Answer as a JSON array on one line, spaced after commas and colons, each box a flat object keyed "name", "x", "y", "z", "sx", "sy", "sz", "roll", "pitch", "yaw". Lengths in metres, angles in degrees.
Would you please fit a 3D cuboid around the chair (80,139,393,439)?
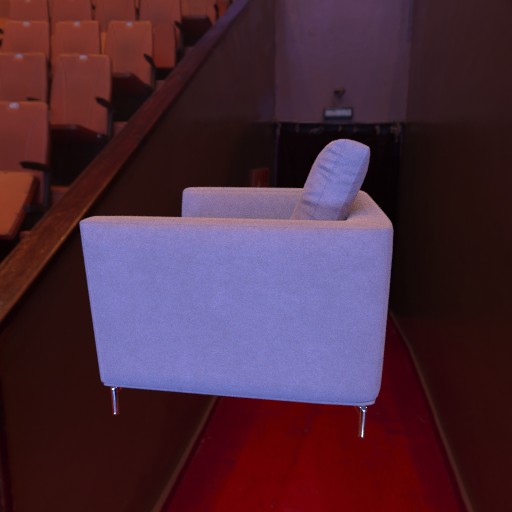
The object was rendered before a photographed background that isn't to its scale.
[{"name": "chair", "x": 0.000, "y": 0.000, "z": 1.693, "sx": 0.889, "sy": 0.864, "sz": 1.041, "roll": 2, "pitch": 14, "yaw": 8}]
